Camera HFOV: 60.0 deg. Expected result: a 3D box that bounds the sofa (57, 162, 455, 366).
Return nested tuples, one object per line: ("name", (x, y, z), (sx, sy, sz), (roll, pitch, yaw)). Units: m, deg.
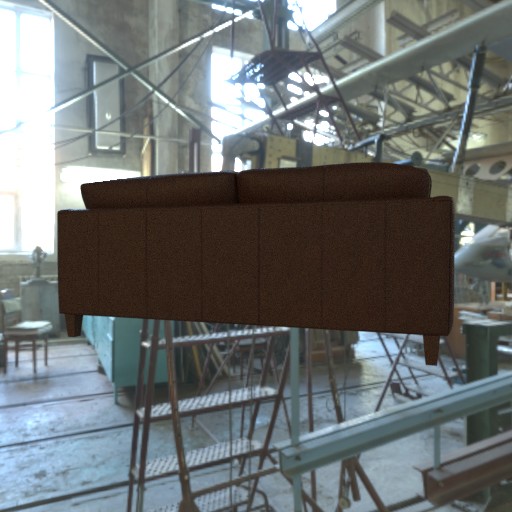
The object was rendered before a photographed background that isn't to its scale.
("sofa", (0.000, 0.000, 2.485), (1.971, 0.863, 0.923), (0, 1, 19))
